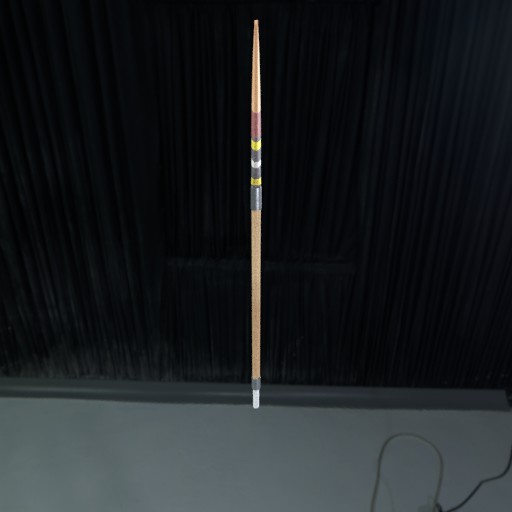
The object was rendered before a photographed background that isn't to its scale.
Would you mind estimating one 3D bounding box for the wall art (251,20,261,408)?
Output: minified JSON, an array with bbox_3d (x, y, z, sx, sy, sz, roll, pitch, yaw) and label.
[{"bbox_3d":[0.000,0.000,1.656,0.038,1.556,0.146,0,28,0],"label":"wall art"}]
